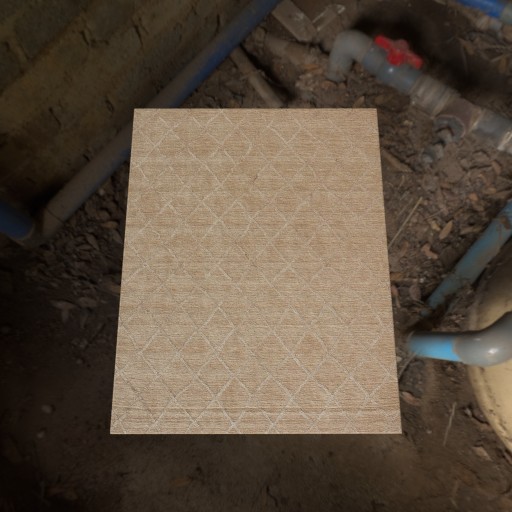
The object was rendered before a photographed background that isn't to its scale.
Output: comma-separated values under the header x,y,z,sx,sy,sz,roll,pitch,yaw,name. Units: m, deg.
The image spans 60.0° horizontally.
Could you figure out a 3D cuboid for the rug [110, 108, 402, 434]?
x,y,z,sx,sy,sz,roll,pitch,yaw,name
0.000,0.000,4.051,2.420,0.019,3.039,0,76,0,rug
